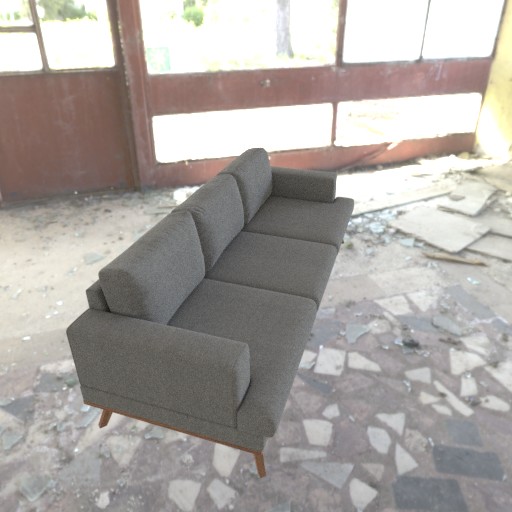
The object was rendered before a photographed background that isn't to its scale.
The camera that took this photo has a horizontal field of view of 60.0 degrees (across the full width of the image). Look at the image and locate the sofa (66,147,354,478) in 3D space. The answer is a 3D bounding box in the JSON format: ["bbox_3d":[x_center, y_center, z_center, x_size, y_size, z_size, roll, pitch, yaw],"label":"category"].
[{"bbox_3d":[0.000,0.000,2.733,0.920,0.810,2.310,9,31,16],"label":"sofa"}]
